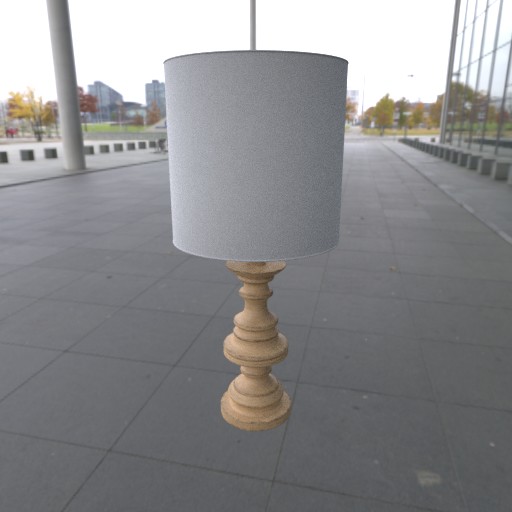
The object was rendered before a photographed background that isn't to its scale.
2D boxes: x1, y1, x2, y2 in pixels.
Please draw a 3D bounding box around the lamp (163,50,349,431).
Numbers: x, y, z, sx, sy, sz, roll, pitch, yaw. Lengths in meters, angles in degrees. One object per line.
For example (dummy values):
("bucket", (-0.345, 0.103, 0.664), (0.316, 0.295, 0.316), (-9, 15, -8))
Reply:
("lamp", (0.000, 0.000, 0.571), (0.208, 0.455, 0.208), (8, 18, 27))
